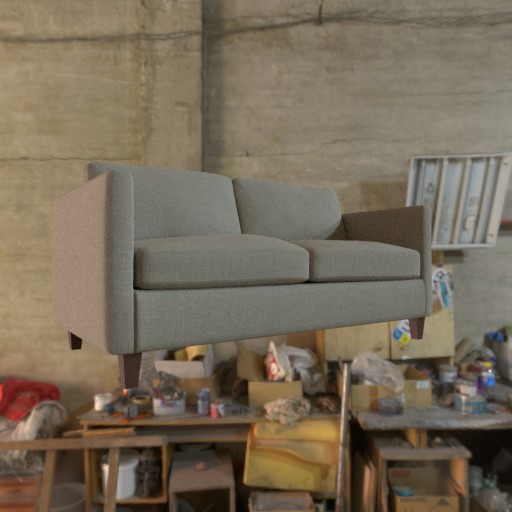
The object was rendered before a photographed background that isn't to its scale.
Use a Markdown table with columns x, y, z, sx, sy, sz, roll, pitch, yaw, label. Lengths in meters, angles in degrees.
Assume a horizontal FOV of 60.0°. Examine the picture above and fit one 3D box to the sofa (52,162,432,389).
| x | y | z | sx | sy | sz | roll | pitch | yaw | label |
| --- | --- | --- | --- | --- | --- | --- | --- | --- | --- |
| 0.000 | 0.000 | 2.393 | 1.884 | 0.947 | 0.951 | 0 | 0 | -35 | sofa |
